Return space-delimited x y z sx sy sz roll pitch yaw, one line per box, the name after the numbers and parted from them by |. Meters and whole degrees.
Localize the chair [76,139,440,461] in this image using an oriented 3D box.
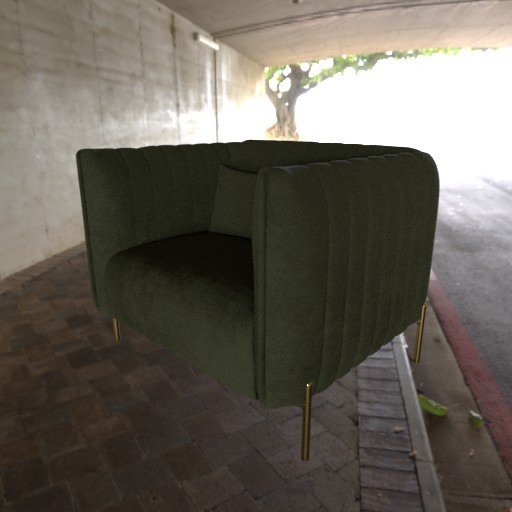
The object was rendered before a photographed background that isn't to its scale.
0.000 0.000 1.631 1.032 0.794 0.877 16 23 41 | chair
